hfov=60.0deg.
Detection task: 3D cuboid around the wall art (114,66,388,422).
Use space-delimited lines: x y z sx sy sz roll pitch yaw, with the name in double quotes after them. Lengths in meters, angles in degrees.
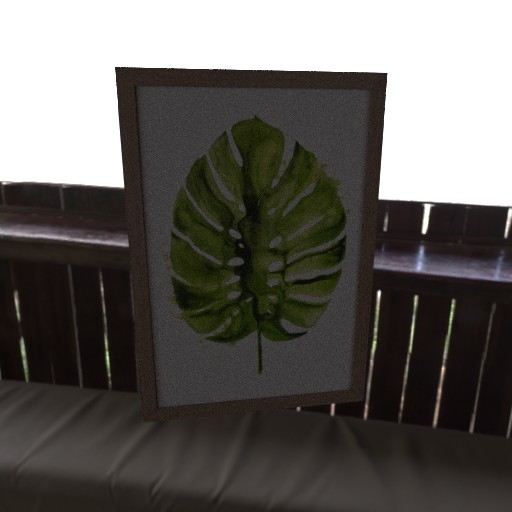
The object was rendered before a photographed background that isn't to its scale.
0.000 0.000 0.656 0.358 0.510 0.032 -3 16 -9 "wall art"
